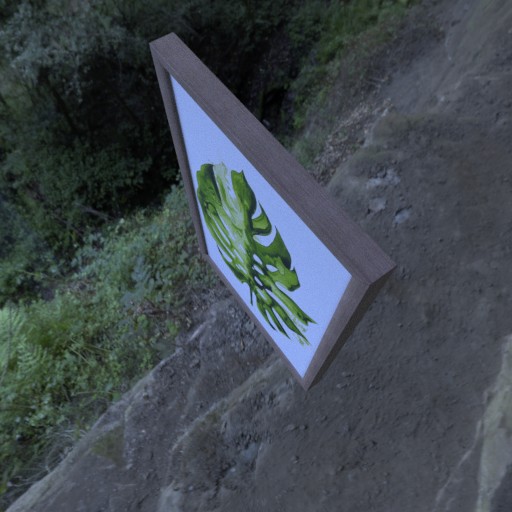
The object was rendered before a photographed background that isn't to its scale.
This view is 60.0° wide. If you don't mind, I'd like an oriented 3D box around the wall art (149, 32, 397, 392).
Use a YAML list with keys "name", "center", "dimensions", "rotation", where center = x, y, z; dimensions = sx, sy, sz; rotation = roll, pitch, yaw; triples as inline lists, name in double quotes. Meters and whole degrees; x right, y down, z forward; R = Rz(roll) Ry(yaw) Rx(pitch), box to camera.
- name: "wall art"
  center: [0.000, 0.000, 0.654]
  dimensions: [0.031, 0.509, 0.356]
  rotation: [-33, 68, -15]
